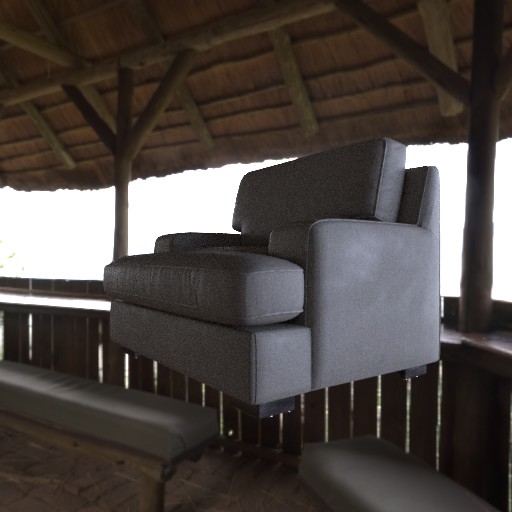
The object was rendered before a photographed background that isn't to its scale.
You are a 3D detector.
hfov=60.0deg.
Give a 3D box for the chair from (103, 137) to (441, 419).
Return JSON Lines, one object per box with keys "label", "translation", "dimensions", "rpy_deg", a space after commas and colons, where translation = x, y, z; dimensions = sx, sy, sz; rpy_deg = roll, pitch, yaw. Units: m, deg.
{"label": "chair", "translation": [0.000, 0.000, 1.996], "dimensions": [1.043, 0.974, 1.270], "rpy_deg": [0, 0, -36]}
